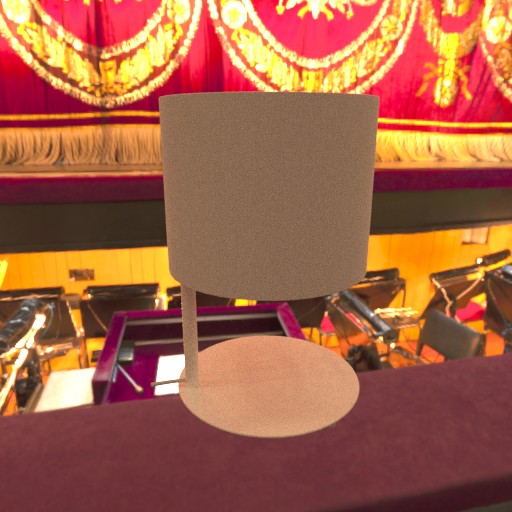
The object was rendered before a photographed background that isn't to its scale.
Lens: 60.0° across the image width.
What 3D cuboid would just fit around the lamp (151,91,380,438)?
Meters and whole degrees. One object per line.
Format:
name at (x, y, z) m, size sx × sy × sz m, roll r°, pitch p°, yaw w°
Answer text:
lamp at (0.000, 0.000, 0.678) m, size 0.341 × 0.454 × 0.299 m, roll -3°, pitch 17°, yaw -11°
